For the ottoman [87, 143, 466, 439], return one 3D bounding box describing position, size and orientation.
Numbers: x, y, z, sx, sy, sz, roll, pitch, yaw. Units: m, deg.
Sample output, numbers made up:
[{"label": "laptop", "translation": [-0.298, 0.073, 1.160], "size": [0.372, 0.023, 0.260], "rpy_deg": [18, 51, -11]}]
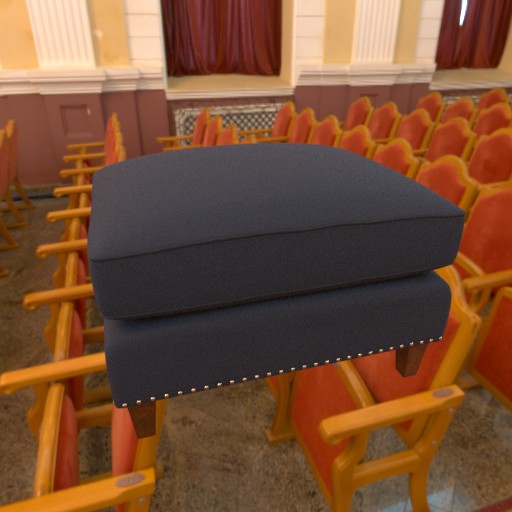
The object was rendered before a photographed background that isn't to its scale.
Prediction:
[{"label": "ottoman", "translation": [0.000, 0.000, 1.116], "size": [0.741, 0.513, 0.584], "rpy_deg": [-8, 27, -15]}]
